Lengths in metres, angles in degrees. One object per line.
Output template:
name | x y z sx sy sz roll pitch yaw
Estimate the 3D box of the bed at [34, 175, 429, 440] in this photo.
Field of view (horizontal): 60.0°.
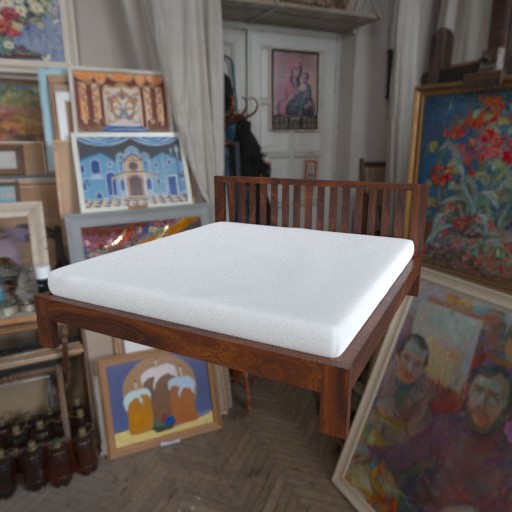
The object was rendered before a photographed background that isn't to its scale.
bed | 0.000 0.000 3.032 1.905 0.890 2.030 7 16 27
